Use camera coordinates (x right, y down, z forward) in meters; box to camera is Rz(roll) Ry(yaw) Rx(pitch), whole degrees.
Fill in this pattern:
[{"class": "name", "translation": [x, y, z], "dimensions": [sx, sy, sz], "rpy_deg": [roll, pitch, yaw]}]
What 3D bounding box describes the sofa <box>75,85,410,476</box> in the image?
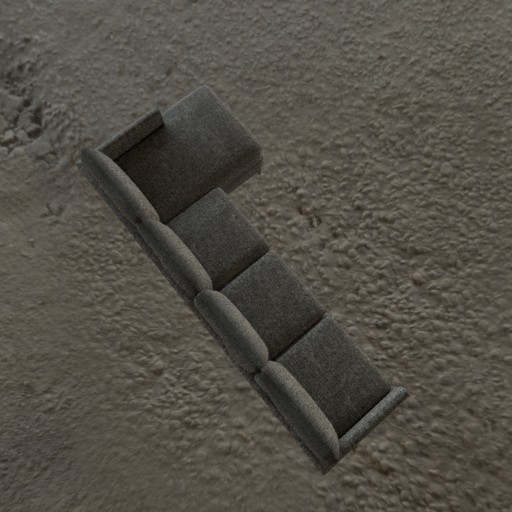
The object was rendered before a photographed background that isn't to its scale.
[{"class": "sofa", "translation": [0.000, 0.000, 4.008], "dimensions": [1.488, 0.970, 3.384], "rpy_deg": [-39, 79, -9]}]
